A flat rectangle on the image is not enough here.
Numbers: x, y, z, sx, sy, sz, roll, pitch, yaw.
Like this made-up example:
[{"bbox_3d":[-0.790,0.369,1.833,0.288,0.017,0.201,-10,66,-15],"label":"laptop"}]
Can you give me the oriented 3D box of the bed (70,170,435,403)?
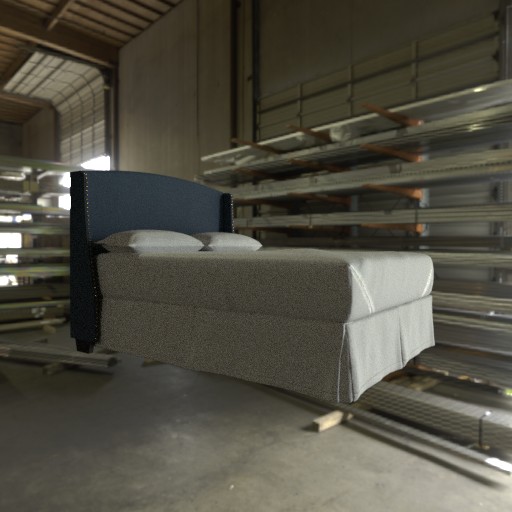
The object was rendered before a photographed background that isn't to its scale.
[{"bbox_3d":[0.000,0.000,3.349,2.237,1.407,1.710,1,2,36],"label":"bed"}]
